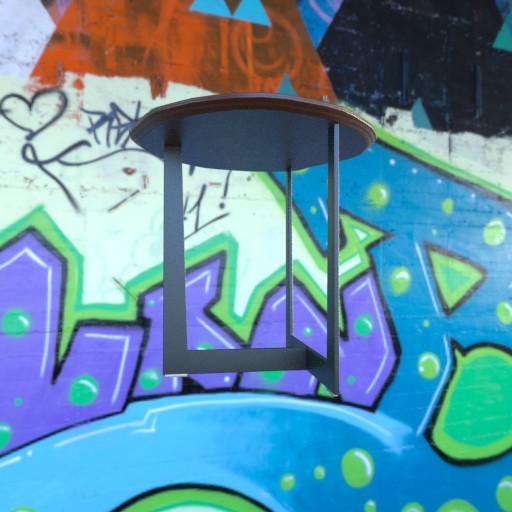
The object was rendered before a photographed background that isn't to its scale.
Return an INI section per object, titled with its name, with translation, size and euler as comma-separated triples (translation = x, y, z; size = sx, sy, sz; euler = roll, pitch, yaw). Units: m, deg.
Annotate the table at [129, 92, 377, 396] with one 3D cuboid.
[table]
translation = 0.000, 0.000, 0.894
size = 0.494, 0.476, 0.477
euler = 0, -1, -19
